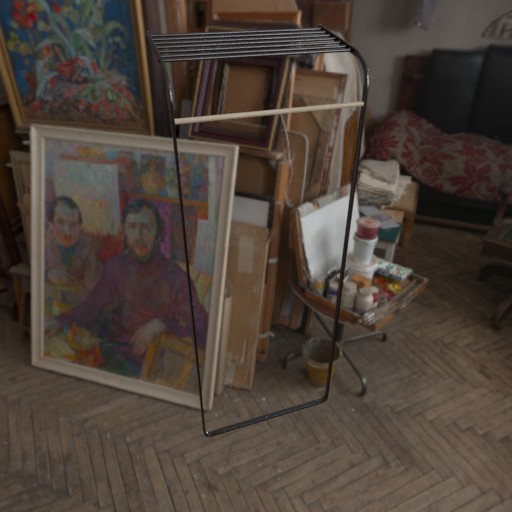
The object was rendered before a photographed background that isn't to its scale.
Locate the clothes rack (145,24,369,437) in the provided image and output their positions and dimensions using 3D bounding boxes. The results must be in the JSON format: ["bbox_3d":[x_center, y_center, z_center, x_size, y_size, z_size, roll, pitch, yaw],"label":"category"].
[{"bbox_3d":[0.000,0.000,1.743,0.609,1.574,0.349,-11,34,-16],"label":"clothes rack"}]
